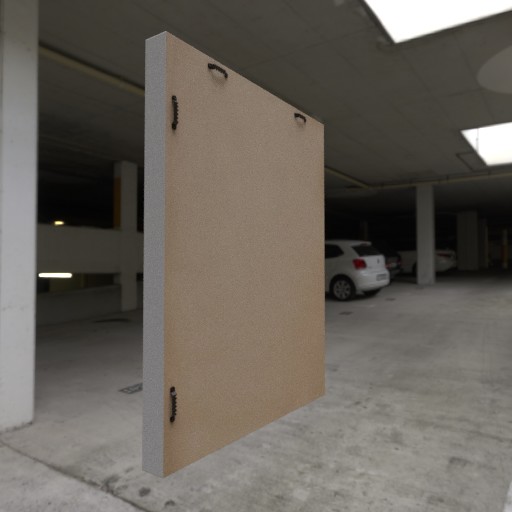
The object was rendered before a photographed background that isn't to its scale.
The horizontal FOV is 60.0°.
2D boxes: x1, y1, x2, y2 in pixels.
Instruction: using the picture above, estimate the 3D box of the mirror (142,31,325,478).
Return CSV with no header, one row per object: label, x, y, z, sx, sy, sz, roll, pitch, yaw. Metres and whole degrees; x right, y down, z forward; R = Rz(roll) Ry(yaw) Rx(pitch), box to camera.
mirror,0.000,0.000,0.677,0.041,0.508,0.405,-1,-2,35
